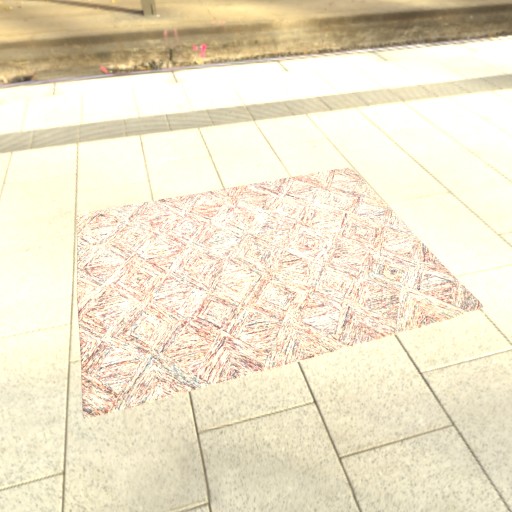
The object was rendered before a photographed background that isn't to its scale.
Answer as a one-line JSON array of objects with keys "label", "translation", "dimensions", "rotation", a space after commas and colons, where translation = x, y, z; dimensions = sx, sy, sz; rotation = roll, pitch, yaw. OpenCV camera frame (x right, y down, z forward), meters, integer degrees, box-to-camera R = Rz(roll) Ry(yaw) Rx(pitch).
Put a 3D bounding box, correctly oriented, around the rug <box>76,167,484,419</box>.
[{"label": "rug", "translation": [0.000, 0.000, 4.170], "dimensions": [3.226, 0.024, 2.436], "rotation": [-12, 43, -13]}]
